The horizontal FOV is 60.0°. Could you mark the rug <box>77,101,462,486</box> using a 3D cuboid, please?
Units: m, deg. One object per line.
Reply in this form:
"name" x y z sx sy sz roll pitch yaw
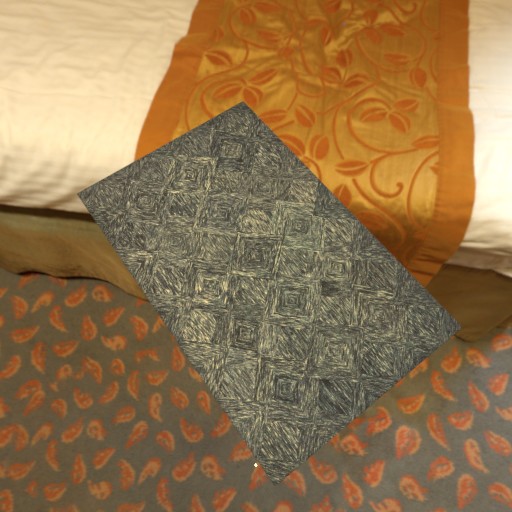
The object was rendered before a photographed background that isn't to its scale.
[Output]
"rug" 0.000 0.000 2.978 1.478 0.017 2.330 -34 69 -15
